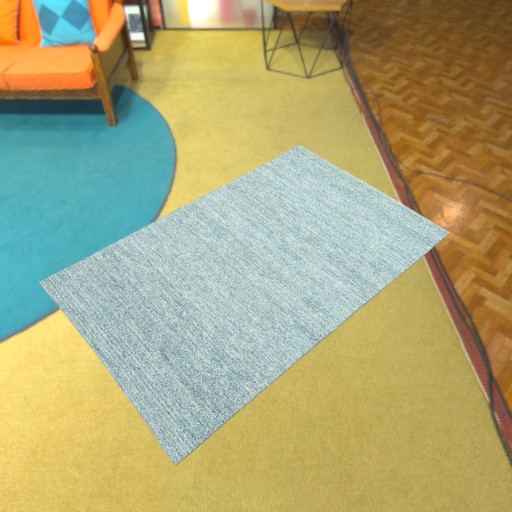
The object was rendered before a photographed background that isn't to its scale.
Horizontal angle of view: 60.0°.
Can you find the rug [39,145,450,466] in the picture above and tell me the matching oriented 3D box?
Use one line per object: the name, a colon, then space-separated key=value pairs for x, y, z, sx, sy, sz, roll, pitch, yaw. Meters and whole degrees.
rug: x=0.000 y=0.000 z=2.329 sx=1.853 sy=0.022 sz=1.174 roll=-33 pitch=55 yaw=-27
